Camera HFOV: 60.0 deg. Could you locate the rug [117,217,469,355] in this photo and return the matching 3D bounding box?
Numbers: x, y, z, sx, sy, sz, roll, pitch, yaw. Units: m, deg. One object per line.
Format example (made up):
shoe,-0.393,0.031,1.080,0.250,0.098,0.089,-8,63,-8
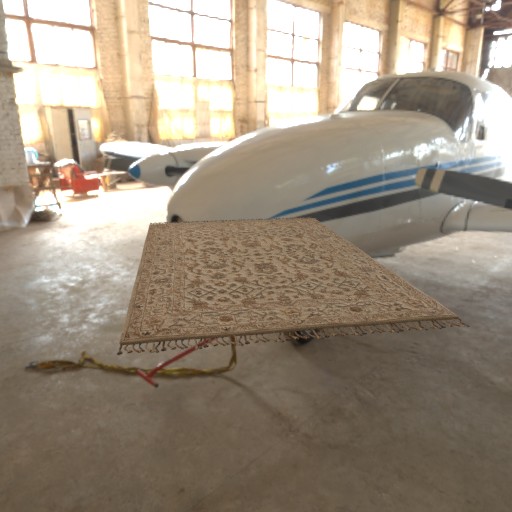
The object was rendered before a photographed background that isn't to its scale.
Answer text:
rug,0.000,0.000,2.989,1.529,0.027,2.434,-3,17,-9
